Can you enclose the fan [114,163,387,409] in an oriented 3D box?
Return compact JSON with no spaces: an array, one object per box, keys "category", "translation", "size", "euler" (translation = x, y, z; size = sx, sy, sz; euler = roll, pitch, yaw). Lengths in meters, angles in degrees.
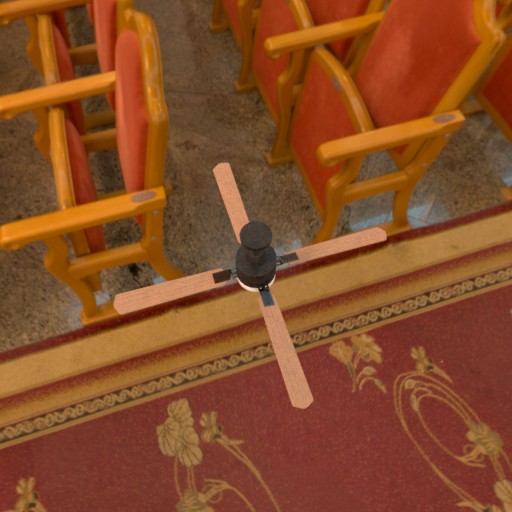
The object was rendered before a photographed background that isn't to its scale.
[{"category":"fan","translation":[0.000,0.000,1.970],"size":[1.320,0.355,1.320],"euler":[-15,61,-8]}]
